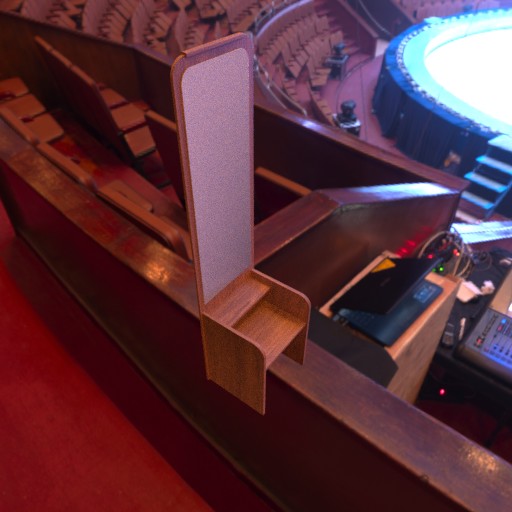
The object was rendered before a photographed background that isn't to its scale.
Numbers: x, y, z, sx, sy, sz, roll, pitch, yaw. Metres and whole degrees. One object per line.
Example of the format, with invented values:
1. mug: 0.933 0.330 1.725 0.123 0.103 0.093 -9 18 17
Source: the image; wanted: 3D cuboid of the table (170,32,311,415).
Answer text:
1. table: 0.000 0.000 2.100 0.420 1.830 0.450 26 47 27
